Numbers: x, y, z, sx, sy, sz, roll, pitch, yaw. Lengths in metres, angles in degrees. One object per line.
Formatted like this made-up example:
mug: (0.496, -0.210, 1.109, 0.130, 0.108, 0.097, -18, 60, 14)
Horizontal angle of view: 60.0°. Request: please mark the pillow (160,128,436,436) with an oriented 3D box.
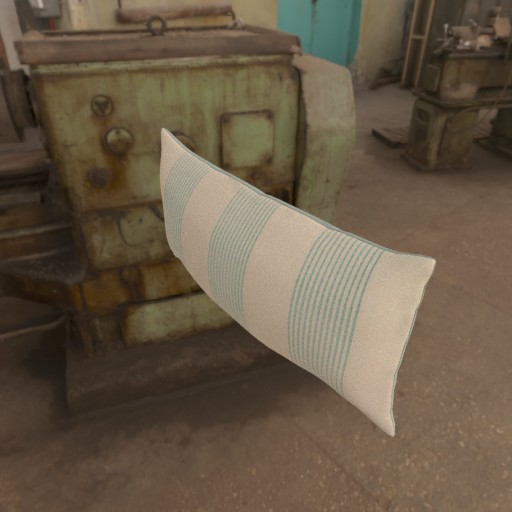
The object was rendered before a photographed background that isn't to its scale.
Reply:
pillow: (0.000, 0.000, 0.732, 0.151, 0.287, 0.610, -22, 38, -31)
